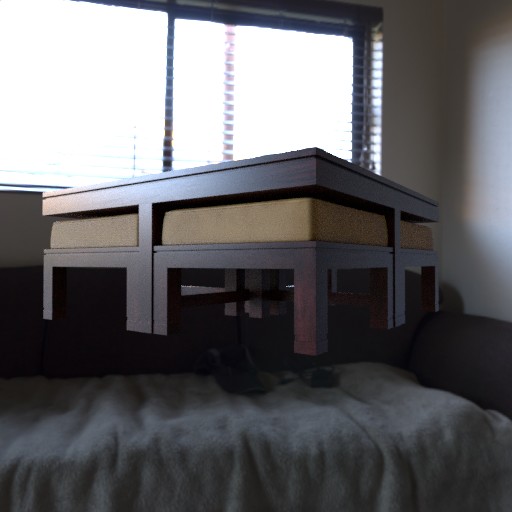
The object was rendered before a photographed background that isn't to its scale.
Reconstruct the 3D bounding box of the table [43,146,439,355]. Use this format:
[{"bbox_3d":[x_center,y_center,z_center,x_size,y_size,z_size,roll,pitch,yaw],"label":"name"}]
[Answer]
[{"bbox_3d":[0.000,0.000,1.353,0.865,0.356,0.865,-1,-1,35],"label":"table"}]
